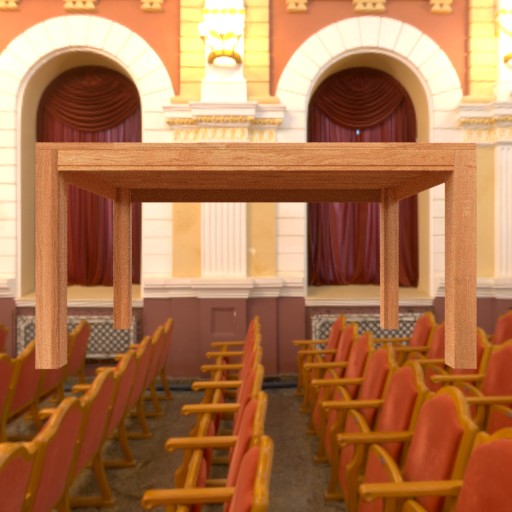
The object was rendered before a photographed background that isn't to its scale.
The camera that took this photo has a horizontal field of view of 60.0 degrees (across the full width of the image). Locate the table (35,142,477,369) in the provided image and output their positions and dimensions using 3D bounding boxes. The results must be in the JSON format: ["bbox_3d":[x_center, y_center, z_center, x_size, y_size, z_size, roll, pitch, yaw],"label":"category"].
[{"bbox_3d":[0.000,0.000,1.957,1.500,0.770,0.900,0,0,0],"label":"table"}]
